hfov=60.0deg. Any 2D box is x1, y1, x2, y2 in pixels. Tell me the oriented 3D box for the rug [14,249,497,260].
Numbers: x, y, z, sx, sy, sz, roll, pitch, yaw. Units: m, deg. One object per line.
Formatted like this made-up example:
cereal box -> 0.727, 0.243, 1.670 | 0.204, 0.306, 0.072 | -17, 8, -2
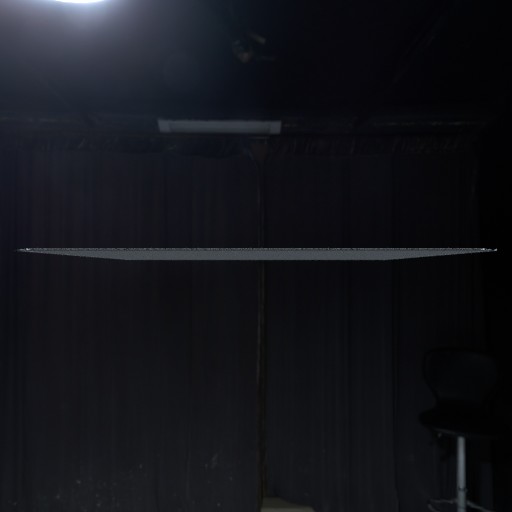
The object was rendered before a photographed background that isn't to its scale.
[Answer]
rug -> 0.000, 0.000, 3.811 | 2.940, 0.013, 2.312 | 0, -2, 0
